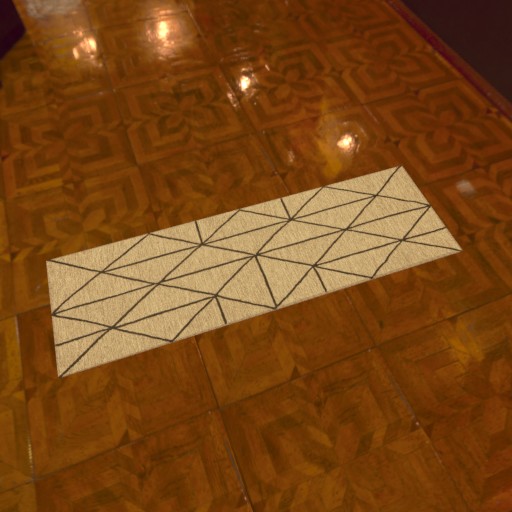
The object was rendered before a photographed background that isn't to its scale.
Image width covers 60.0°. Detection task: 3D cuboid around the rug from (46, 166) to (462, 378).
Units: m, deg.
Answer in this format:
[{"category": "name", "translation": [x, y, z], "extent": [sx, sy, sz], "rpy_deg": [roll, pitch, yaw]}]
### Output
[{"category": "rug", "translation": [0.000, 0.000, 2.718], "extent": [2.438, 0.012, 0.762], "rpy_deg": [-16, 59, -10]}]
